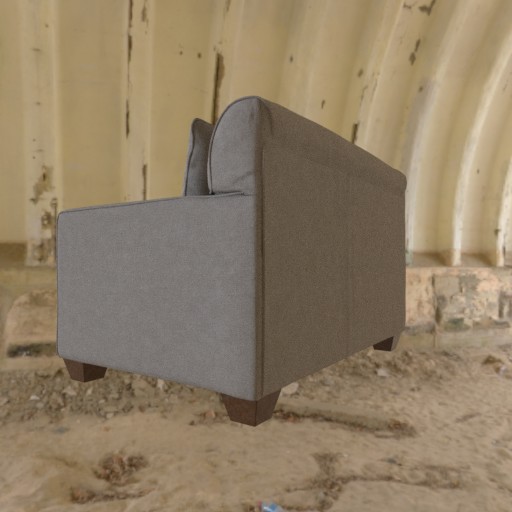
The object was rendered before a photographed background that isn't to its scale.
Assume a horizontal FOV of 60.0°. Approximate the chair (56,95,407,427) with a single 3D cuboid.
[{"bbox_3d":[0.000,0.000,1.998,0.992,0.953,1.395,0,0,34],"label":"chair"}]
